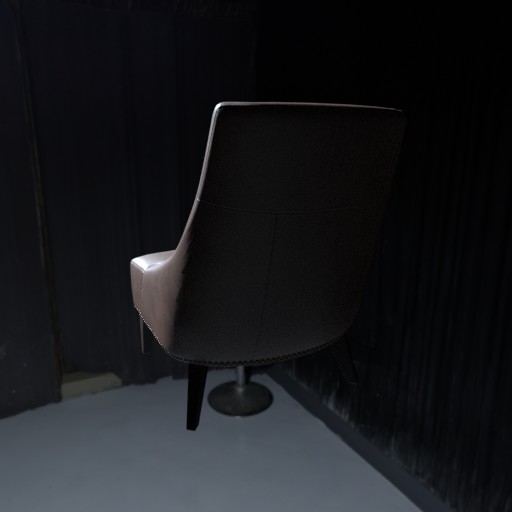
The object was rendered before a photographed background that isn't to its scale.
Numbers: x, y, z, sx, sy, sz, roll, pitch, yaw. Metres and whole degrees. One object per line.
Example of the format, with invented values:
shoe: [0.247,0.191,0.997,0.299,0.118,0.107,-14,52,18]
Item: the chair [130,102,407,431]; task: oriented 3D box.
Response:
chair: [0.000,0.000,1.486,0.701,0.909,0.861,-7,16,-26]
